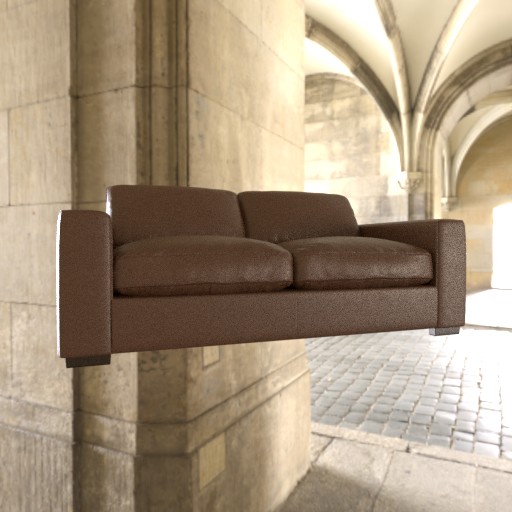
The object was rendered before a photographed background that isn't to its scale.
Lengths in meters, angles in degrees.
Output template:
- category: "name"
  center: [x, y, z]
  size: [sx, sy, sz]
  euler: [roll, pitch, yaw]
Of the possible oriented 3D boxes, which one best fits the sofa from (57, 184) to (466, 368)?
- category: "sofa"
  center: [0.000, 0.000, 2.406]
  size: [1.920, 0.800, 1.070]
  euler: [0, 1, -20]
